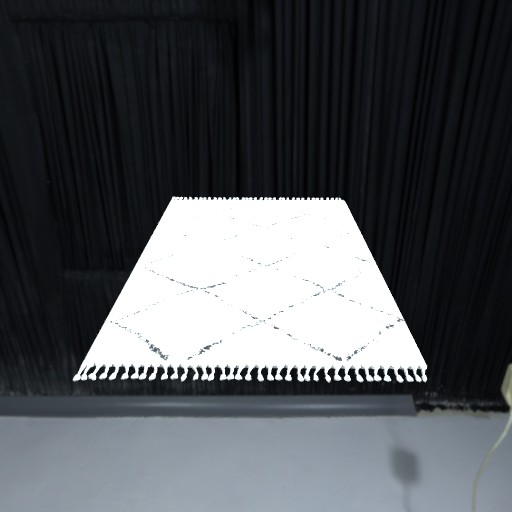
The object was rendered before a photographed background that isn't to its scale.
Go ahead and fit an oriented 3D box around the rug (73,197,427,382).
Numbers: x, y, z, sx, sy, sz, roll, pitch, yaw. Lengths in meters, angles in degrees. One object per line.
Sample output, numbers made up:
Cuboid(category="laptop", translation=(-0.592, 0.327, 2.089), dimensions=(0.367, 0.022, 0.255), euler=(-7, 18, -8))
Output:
Cuboid(category="rug", translation=(0.000, 0.000, 2.858), dimensions=(1.494, 0.031, 2.307), euler=(0, 27, 1))
